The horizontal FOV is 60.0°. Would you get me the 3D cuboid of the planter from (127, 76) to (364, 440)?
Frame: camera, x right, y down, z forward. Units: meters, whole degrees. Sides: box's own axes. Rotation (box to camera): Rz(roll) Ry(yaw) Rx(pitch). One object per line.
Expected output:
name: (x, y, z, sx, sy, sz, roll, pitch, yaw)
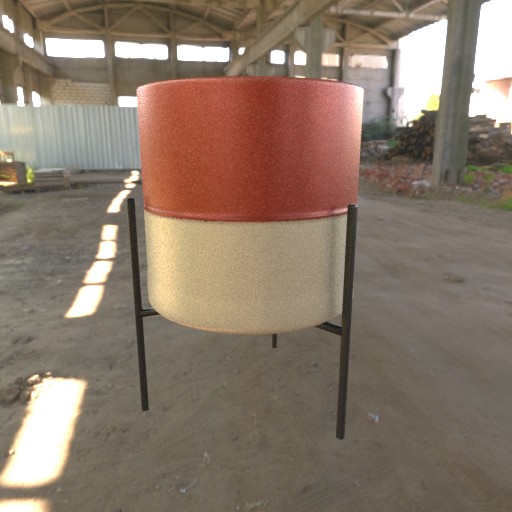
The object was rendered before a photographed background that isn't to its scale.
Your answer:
planter: (0.000, 0.000, 0.504, 0.251, 0.354, 0.235, 13, 20, 42)
